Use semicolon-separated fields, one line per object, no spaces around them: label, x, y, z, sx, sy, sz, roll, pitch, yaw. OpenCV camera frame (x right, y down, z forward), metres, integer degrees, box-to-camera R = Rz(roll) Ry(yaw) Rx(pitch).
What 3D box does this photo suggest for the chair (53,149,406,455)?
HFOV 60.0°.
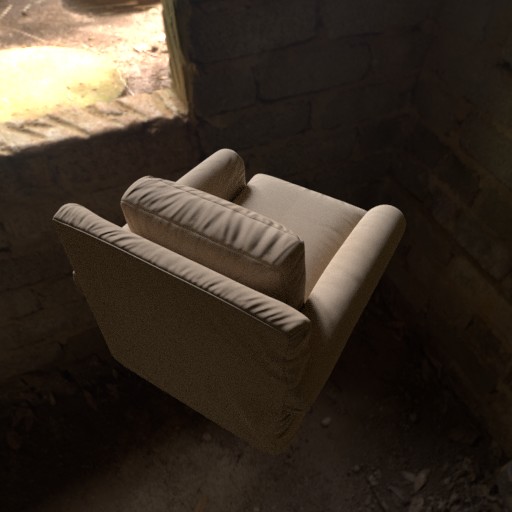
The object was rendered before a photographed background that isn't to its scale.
chair;0.000;0.000;1.744;0.940;0.866;1.066;24;51;21
